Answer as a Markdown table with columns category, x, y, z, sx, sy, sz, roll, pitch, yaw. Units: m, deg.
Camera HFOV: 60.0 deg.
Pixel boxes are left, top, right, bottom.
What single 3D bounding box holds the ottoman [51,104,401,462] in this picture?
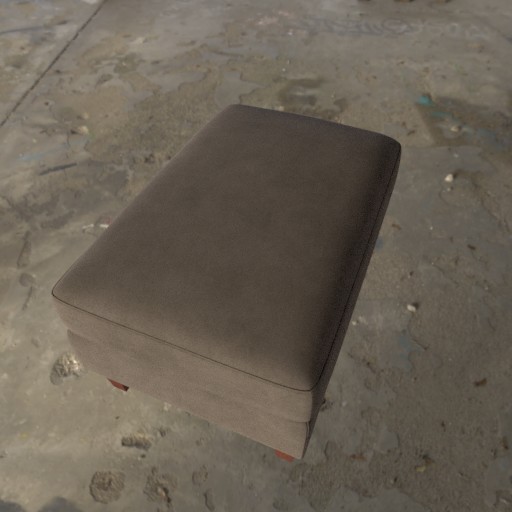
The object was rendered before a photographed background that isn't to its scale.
| category | x | y | z | sx | sy | sz | roll | pitch | yaw |
| --- | --- | --- | --- | --- | --- | --- | --- | --- | --- |
| ottoman | 0.000 | 0.000 | 1.198 | 0.584 | 0.483 | 0.864 | 17 | 49 | 15 |
